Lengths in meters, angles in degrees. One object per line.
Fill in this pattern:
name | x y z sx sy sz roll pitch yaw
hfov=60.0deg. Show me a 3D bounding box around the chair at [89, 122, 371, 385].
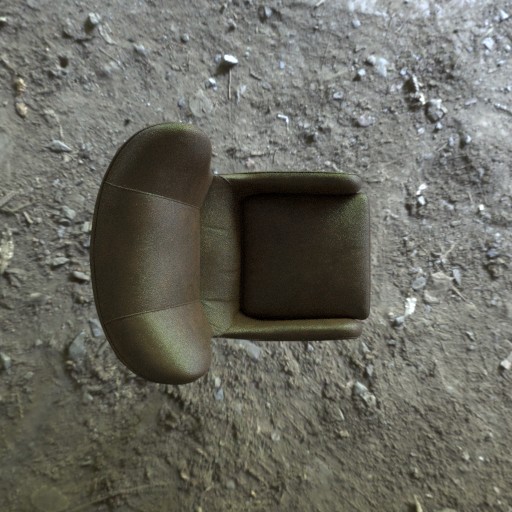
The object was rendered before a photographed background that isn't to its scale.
chair | 0.000 0.000 1.656 0.914 1.048 0.692 0 89 -1
